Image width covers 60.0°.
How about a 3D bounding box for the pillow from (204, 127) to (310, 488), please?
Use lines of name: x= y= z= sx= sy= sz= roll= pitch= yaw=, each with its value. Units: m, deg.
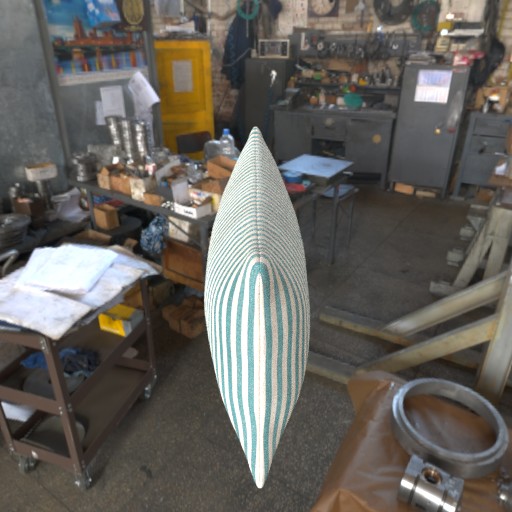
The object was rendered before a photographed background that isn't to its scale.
pillow: x=0.000 y=0.000 z=0.713 sx=0.151 sy=0.295 sz=0.617 roll=0 pitch=27 yaw=0
